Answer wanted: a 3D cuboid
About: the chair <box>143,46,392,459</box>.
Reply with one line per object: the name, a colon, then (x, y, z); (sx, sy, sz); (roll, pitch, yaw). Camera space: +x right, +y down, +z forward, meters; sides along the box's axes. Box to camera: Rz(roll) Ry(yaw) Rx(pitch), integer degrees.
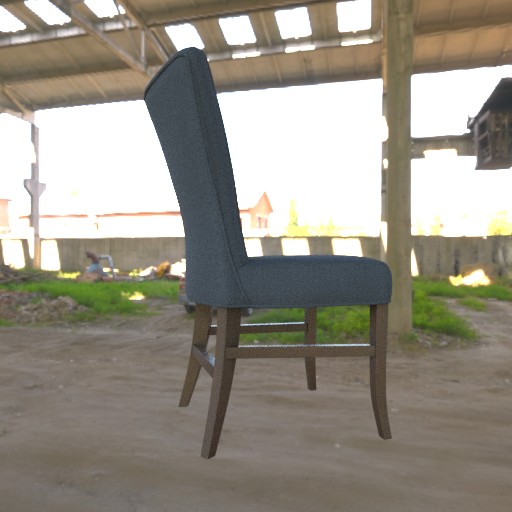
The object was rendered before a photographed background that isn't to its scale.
chair: (0.000, 0.000, 1.341); (0.660, 0.991, 0.520); (0, 0, -18)
